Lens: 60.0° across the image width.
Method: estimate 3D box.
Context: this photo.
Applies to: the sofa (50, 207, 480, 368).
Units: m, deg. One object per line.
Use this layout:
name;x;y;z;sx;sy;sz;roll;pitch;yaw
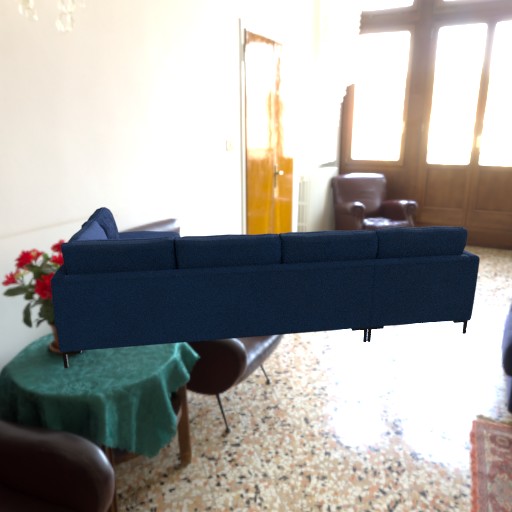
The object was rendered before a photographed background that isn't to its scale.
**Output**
sofa;0.000;0.000;3.295;2.486;0.687;1.707;-3;16;-10
